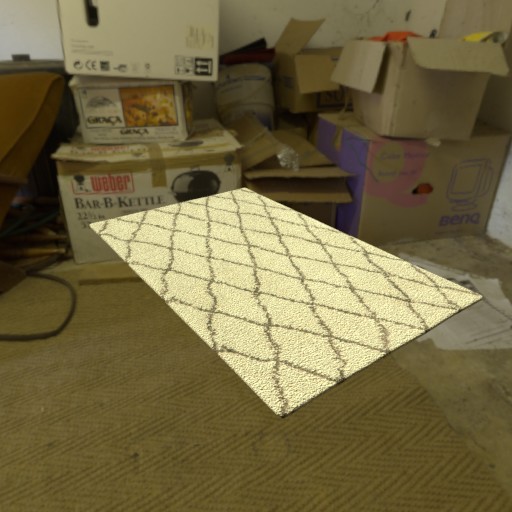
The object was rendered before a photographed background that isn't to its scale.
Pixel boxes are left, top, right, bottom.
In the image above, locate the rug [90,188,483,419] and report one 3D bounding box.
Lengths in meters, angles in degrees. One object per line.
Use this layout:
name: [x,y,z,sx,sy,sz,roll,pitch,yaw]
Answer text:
rug: [0.000,0.000,3.068,1.524,0.030,2.438,-19,33,-32]
